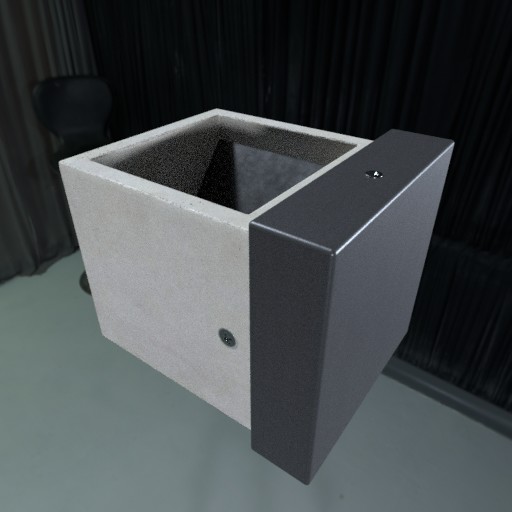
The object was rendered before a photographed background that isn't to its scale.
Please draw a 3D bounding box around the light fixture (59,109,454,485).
[{"bbox_3d":[0.000,0.000,0.234,0.143,0.121,0.121,22,39,30],"label":"light fixture"}]
